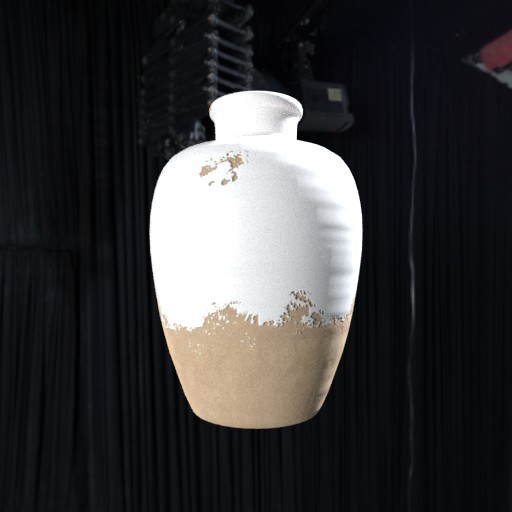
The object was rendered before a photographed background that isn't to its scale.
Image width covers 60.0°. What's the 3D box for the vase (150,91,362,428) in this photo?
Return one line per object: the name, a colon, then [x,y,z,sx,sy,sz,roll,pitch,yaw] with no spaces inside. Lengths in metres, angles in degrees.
vase: [0.000,0.000,0.339,0.158,0.228,0.158,0,-1,0]
